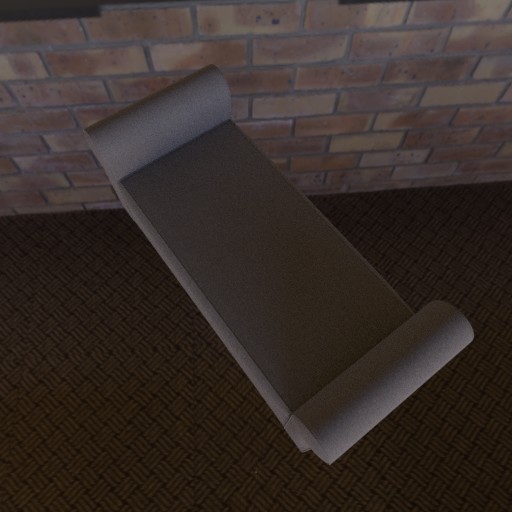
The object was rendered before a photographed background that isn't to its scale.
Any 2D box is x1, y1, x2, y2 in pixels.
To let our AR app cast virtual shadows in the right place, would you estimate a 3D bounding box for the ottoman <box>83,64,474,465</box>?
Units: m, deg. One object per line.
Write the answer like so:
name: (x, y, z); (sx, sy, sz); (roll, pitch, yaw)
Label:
ottoman: (0.000, 0.000, 1.523); (0.521, 0.547, 1.256); (-34, 69, -15)
